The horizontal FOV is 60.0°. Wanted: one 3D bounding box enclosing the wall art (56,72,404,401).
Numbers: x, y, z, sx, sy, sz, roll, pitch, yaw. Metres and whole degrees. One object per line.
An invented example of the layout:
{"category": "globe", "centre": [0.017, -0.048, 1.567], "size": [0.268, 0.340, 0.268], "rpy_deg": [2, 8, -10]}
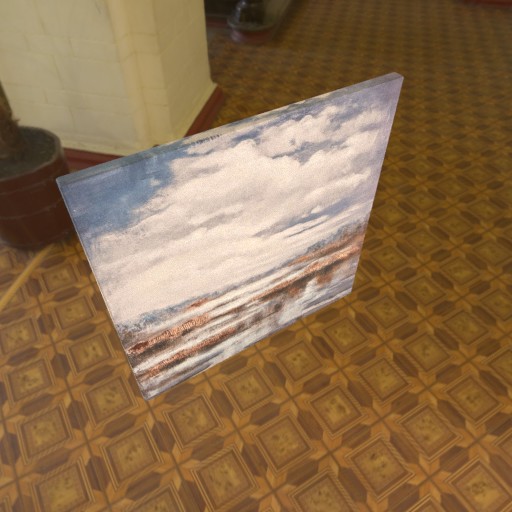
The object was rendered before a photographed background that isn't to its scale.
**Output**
{"category": "wall art", "centre": [0.000, 0.000, 1.510], "size": [1.010, 1.020, 0.040], "rpy_deg": [-24, 51, -21]}
